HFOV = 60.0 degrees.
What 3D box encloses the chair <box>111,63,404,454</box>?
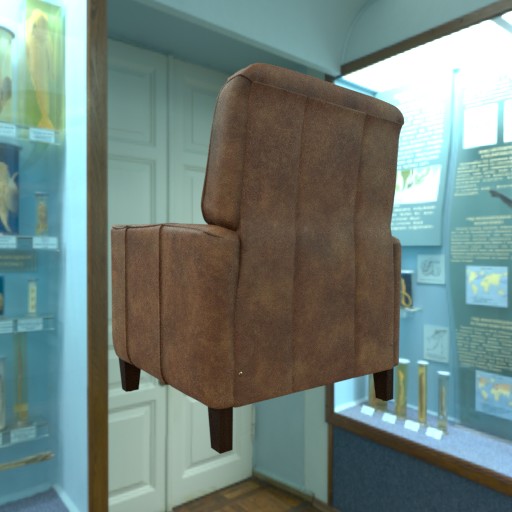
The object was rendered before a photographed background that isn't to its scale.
[{"bbox_3d":[0.000,0.000,1.646,0.843,1.043,0.836,0,0,-37],"label":"chair"}]
